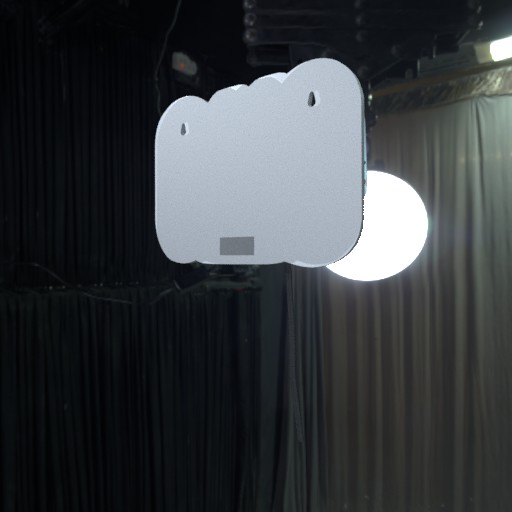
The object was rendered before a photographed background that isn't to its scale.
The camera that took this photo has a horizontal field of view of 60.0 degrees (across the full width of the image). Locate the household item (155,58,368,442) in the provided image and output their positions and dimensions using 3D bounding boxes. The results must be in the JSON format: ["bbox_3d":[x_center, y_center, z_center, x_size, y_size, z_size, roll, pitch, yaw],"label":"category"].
[{"bbox_3d":[0.000,0.000,0.387,0.211,0.294,0.042,0,0,36],"label":"household item"}]
